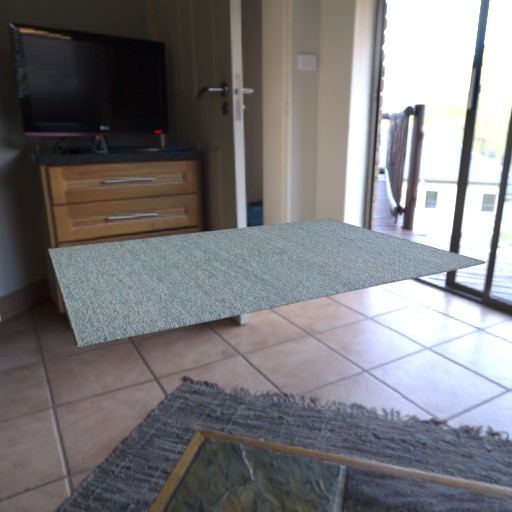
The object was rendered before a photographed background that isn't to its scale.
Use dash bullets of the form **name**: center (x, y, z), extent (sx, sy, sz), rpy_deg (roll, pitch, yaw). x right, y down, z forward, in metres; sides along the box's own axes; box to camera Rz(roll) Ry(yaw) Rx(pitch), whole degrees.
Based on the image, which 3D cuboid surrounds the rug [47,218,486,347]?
- **rug**: center (0.000, 0.000, 2.768), extent (2.283, 0.013, 1.547), rpy_deg (-8, 18, -27)
